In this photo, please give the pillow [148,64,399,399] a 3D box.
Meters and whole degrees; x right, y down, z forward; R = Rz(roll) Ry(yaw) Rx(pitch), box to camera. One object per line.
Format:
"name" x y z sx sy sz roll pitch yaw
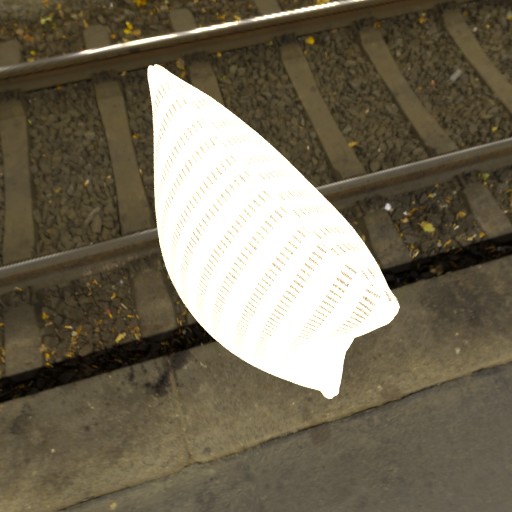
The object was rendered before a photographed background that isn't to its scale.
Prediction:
"pillow" 0.000 0.000 0.672 0.247 0.419 0.438 -35 68 -17
